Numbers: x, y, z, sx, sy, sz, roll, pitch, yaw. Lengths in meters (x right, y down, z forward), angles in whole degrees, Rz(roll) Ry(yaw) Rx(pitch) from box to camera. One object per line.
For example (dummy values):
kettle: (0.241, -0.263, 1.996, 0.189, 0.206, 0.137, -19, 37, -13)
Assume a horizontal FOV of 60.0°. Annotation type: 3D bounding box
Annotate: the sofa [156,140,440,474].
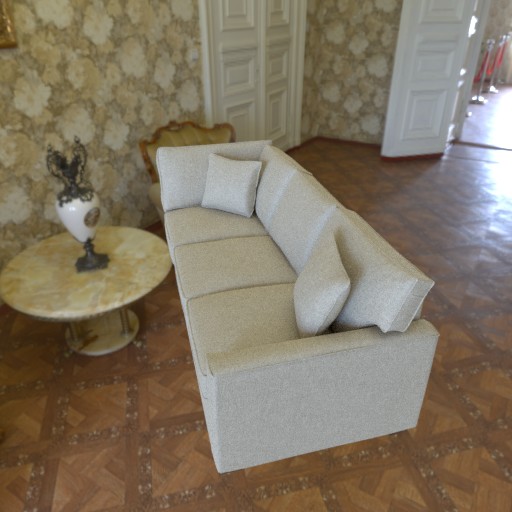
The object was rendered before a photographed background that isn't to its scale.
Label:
sofa: (0.000, 0.000, 2.836, 1.053, 0.948, 2.323, -7, 30, -13)
